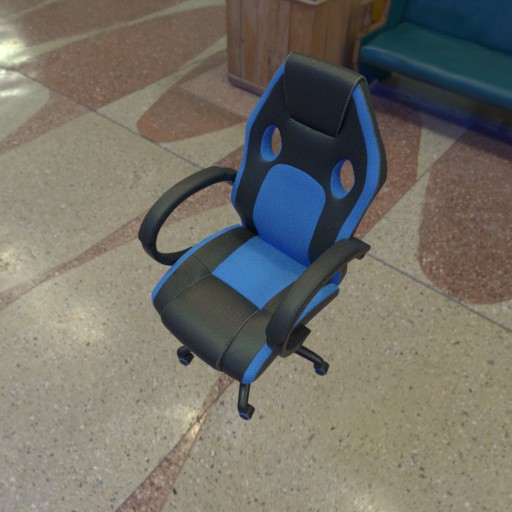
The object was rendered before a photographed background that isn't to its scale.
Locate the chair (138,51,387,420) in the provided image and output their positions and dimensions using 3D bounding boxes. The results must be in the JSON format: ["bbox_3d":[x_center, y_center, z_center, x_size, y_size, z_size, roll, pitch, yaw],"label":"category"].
[{"bbox_3d":[0.000,0.000,1.594,0.673,1.187,0.724,33,56,27],"label":"chair"}]
